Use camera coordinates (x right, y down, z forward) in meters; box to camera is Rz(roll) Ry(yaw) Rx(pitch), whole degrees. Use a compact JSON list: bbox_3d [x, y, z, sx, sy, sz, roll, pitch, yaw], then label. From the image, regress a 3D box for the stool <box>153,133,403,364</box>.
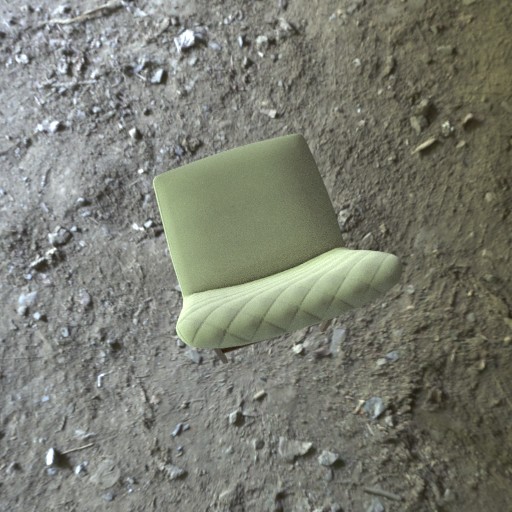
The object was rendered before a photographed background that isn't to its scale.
[{"bbox_3d":[0.000,0.000,1.342,0.462,1.084,0.546,-17,77,-4],"label":"stool"}]
